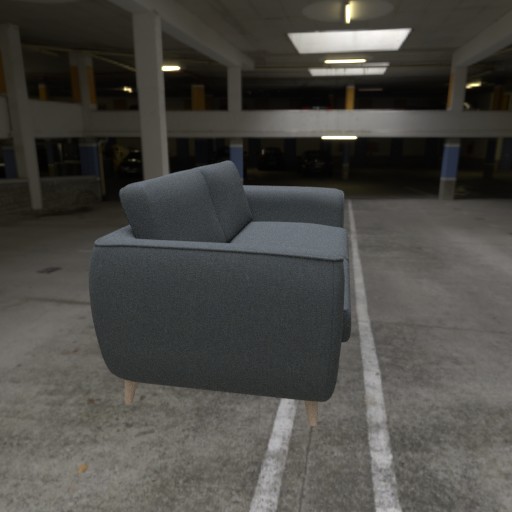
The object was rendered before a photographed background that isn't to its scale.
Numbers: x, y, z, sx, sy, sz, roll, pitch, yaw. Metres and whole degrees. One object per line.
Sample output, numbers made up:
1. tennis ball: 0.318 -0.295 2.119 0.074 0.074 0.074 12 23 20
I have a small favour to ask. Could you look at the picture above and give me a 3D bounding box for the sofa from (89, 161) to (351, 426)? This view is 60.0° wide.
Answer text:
1. sofa: 0.000 0.000 2.204 0.920 0.850 1.700 3 16 10
